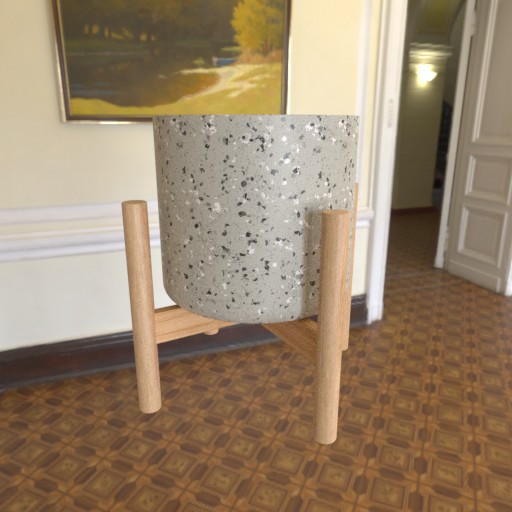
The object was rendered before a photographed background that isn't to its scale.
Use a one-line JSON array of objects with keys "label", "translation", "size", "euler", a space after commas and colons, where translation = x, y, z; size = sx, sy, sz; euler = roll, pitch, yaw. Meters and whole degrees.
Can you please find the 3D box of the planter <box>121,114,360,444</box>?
[{"label": "planter", "translation": [0.000, 0.000, 0.532], "size": [0.284, 0.320, 0.284], "euler": [-2, 17, -8]}]
